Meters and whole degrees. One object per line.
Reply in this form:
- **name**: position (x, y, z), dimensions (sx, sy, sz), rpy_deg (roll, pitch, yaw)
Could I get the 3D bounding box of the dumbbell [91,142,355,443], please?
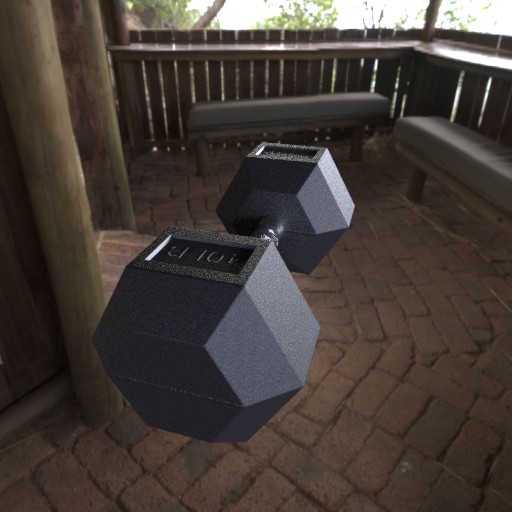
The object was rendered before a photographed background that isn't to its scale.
- **dumbbell**: position (0.000, 0.000, 0.430), dimensions (0.157, 0.137, 0.361), rpy_deg (8, 30, 15)
